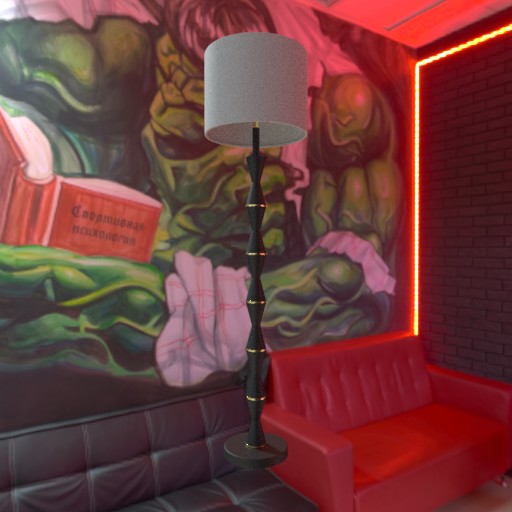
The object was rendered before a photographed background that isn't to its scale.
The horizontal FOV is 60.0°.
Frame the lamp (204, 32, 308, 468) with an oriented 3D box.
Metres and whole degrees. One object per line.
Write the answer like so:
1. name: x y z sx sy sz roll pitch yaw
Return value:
1. lamp: 0.000 0.000 1.656 0.381 1.480 0.381 0 1 -1
